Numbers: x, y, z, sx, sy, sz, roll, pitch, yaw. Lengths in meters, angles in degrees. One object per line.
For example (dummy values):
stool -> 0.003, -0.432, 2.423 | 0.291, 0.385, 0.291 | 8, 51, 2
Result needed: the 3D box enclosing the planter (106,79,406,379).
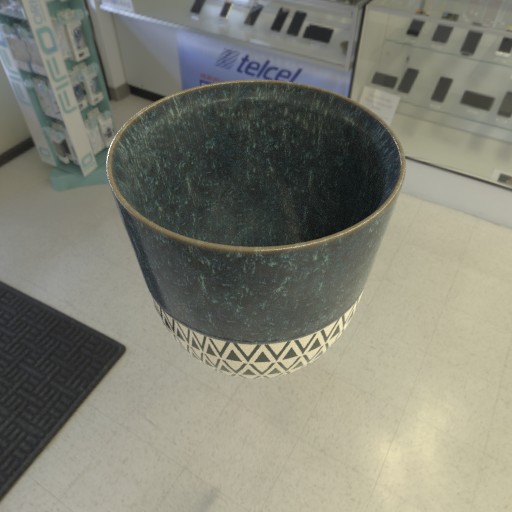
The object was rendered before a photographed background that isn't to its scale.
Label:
planter -> 0.000, 0.000, 0.372 | 0.195, 0.214, 0.195 | 0, 47, 0
